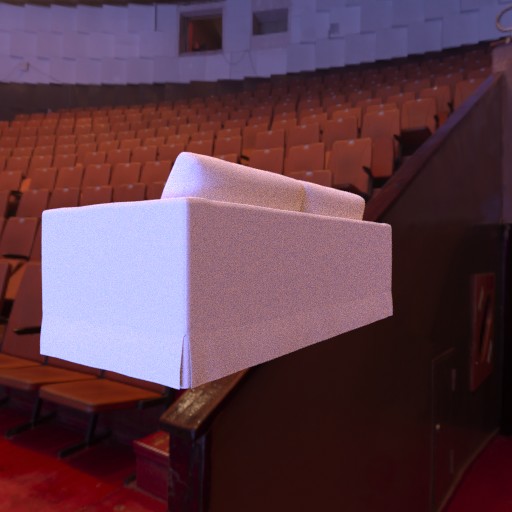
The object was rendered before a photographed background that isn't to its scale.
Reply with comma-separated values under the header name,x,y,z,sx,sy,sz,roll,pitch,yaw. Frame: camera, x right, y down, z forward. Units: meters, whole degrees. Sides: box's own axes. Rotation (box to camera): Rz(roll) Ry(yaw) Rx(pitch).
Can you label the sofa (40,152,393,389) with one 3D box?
name,x,y,z,sx,sy,sz,roll,pitch,yaw
sofa,0.000,0.000,2.649,0.954,0.881,2.163,1,1,35
